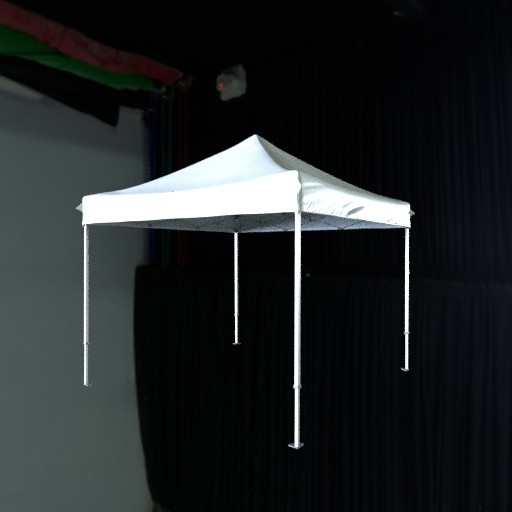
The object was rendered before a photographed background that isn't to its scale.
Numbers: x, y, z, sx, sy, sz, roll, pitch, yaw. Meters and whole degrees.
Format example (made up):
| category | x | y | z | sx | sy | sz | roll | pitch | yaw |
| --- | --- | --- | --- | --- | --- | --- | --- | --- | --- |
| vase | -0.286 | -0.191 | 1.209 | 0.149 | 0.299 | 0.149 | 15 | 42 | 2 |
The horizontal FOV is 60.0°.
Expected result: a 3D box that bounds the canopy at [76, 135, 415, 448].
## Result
| category | x | y | z | sx | sy | sz | roll | pitch | yaw |
| --- | --- | --- | --- | --- | --- | --- | --- | --- | --- |
| canopy | 0.000 | 0.000 | 5.496 | 2.994 | 2.998 | 2.996 | 0 | 1 | 36 |
